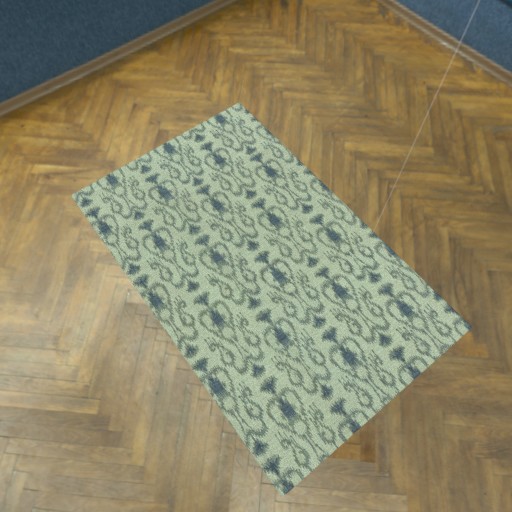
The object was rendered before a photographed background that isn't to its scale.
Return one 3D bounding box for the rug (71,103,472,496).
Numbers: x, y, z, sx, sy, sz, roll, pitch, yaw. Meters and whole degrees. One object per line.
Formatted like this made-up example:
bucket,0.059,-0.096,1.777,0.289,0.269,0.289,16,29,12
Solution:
rug,0.000,0.000,2.027,1.035,0.006,1.652,-34,67,-16
